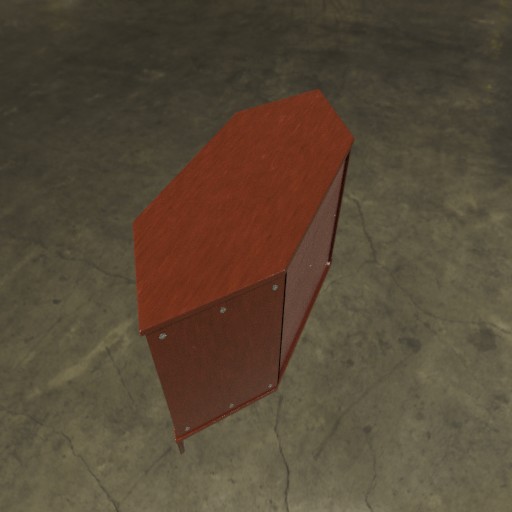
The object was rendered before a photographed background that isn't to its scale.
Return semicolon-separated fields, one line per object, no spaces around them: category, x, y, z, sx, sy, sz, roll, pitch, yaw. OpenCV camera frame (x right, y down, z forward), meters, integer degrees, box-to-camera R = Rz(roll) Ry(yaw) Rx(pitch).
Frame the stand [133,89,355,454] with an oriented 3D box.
stand;0.000;0.000;1.378;0.381;0.614;1.072;17;48;16
